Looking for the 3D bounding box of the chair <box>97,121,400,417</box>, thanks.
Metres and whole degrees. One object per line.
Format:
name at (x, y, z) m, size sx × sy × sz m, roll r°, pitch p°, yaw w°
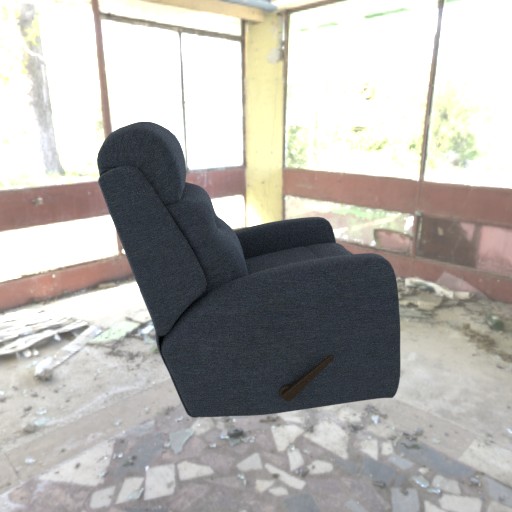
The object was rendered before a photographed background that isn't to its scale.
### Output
chair at (0.000, 0.000, 1.743) m, size 1.043 × 1.013 × 0.798 m, roll -3°, pitch 17°, yaw -9°
